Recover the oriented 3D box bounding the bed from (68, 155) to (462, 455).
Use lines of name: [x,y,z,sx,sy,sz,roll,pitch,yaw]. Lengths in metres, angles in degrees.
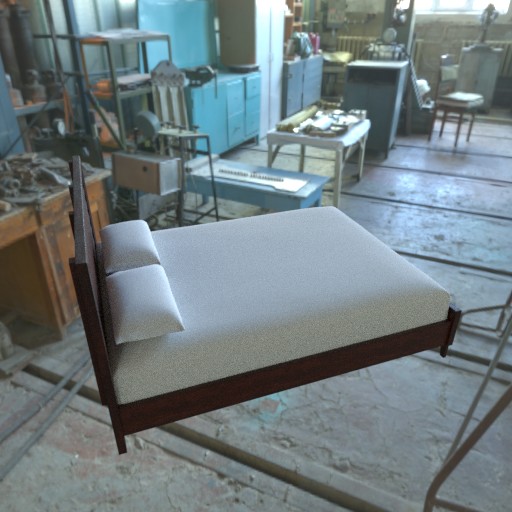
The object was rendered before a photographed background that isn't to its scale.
bed: [0.000,0.000,3.875,2.803,1.492,2.040,-10,31,-18]
